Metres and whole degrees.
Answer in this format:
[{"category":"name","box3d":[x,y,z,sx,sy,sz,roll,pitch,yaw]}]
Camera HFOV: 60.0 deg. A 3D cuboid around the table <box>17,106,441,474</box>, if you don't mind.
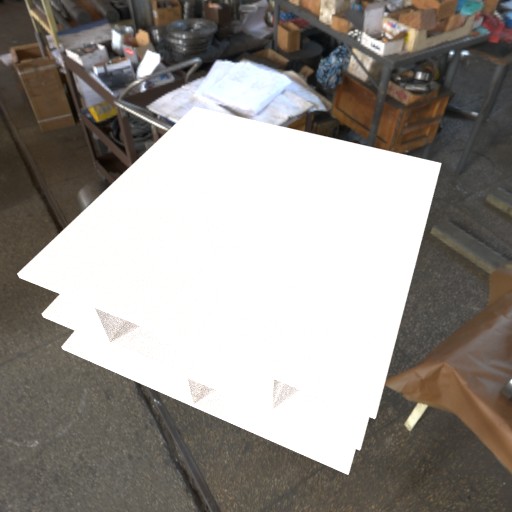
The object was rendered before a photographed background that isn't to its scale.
[{"category":"table","box3d":[0.000,0.000,1.084,0.700,0.289,0.700,18,50,16]}]
